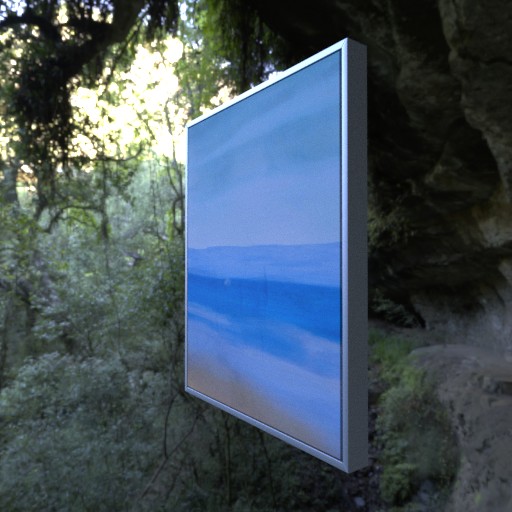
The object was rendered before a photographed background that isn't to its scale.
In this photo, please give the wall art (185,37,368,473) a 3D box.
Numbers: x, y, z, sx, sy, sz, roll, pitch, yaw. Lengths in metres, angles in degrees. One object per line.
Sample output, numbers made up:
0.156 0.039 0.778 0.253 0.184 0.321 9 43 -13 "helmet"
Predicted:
0.000 0.000 0.752 0.039 0.553 0.445 1 -1 -36 "wall art"
